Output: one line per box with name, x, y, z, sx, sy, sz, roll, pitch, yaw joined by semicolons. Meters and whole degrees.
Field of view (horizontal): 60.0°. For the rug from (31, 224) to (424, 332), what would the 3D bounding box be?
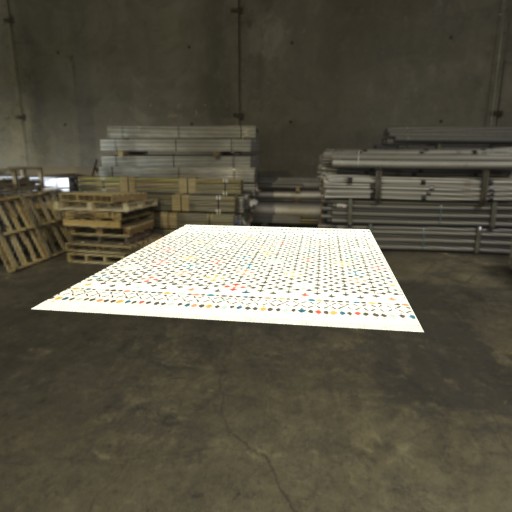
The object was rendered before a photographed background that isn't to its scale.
rug;0.000;0.000;2.013;1.146;0.006;1.556;2;14;9
